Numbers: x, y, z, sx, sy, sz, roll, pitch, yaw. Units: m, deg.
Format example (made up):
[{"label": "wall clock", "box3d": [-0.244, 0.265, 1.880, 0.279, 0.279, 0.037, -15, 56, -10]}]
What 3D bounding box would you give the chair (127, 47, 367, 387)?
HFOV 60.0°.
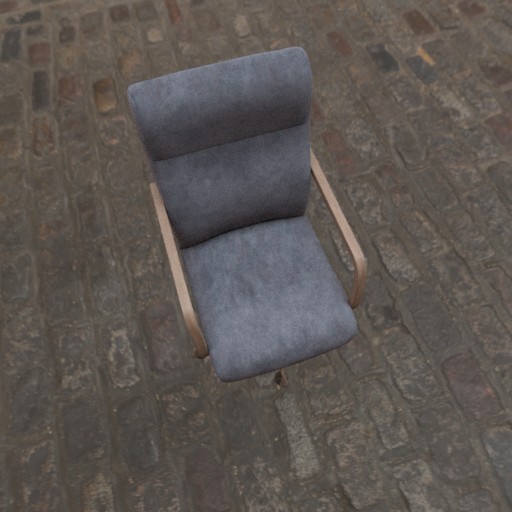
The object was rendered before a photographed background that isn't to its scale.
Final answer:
[{"label": "chair", "box3d": [0.000, 0.000, 1.482, 0.640, 1.029, 0.741, -16, 65, -8]}]
